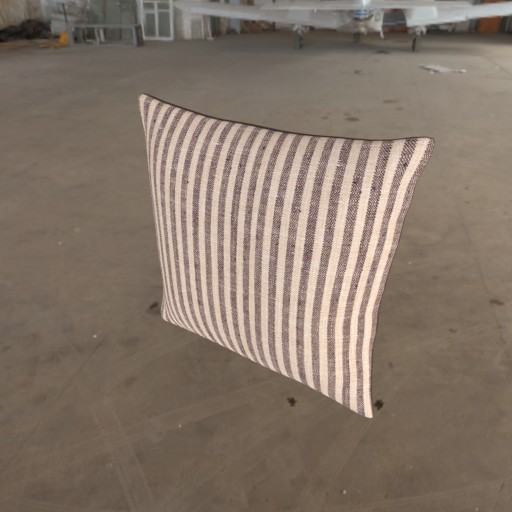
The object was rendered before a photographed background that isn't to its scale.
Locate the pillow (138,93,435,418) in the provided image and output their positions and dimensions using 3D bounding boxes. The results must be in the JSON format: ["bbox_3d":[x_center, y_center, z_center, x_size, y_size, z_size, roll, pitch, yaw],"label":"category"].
[{"bbox_3d":[0.000,0.000,0.795,0.523,0.506,0.166,19,36,28],"label":"pillow"}]
